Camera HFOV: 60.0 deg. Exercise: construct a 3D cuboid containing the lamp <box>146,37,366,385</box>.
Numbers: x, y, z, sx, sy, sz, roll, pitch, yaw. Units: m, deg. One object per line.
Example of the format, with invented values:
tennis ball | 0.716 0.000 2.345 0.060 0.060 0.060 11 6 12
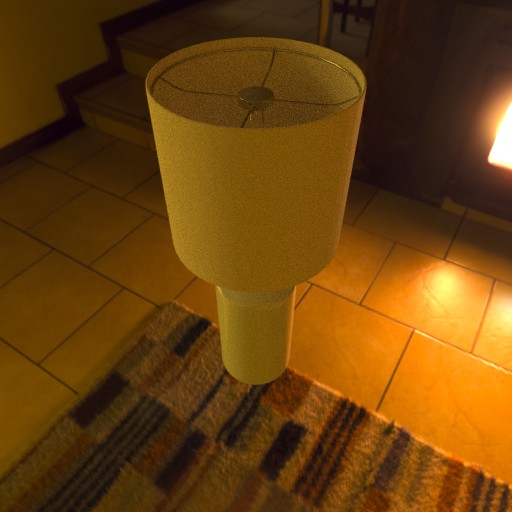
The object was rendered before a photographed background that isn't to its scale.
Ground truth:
lamp | 0.000 0.000 0.603 0.212 0.493 0.212 9 45 9
